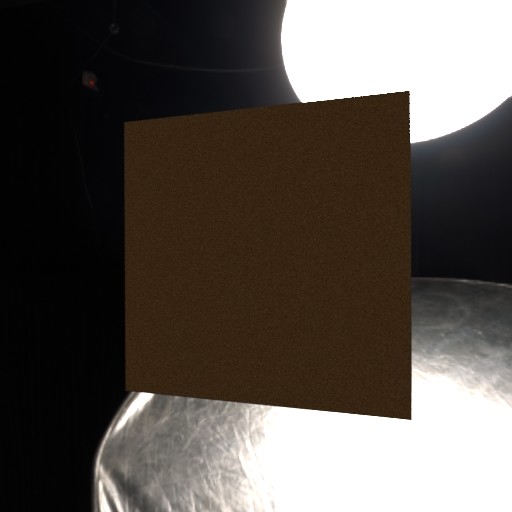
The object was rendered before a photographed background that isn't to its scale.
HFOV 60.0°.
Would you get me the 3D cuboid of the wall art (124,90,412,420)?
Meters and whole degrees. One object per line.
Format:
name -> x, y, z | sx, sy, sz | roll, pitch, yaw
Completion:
wall art -> 0.000, 0.000, 0.920 | 0.611, 0.608, 0.042 | 0, 0, 18
